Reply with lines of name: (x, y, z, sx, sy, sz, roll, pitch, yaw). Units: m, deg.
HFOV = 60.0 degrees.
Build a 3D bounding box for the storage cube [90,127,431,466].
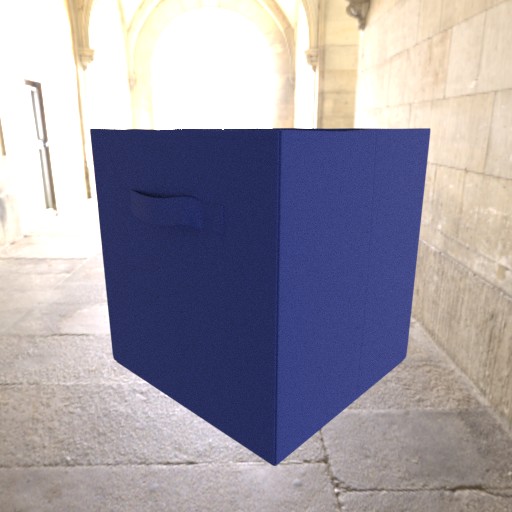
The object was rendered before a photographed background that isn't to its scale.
storage cube: (0.000, 0.000, 0.506, 0.270, 0.280, 0.270, 15, 22, 41)
